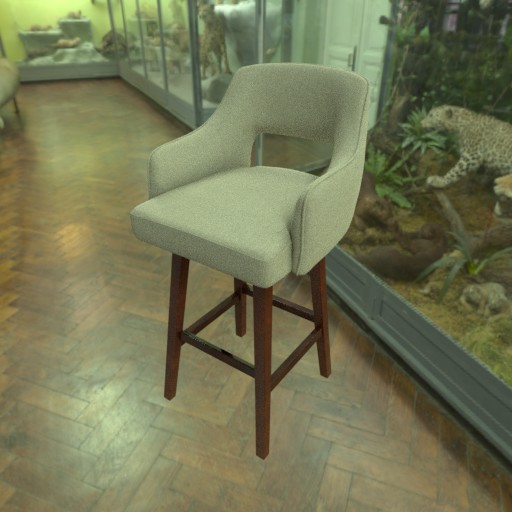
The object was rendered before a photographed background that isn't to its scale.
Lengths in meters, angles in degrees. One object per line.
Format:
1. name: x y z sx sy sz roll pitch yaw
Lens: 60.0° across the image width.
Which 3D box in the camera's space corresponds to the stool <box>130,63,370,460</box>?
1. stool: 0.000 0.000 1.360 0.550 1.041 0.560 19 35 30
